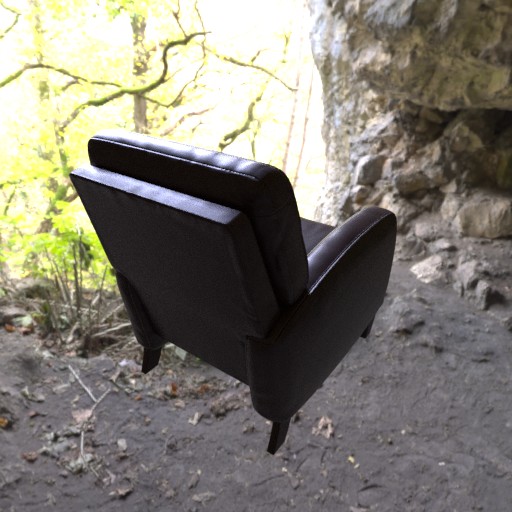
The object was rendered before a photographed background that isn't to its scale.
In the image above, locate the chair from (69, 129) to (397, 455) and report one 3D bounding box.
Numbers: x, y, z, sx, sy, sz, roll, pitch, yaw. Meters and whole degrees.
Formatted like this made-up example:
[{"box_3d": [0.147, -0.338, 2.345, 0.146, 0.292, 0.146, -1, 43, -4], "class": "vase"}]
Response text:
[{"box_3d": [0.000, 0.000, 1.639, 0.762, 0.990, 0.990, 20, 35, 31], "class": "chair"}]
